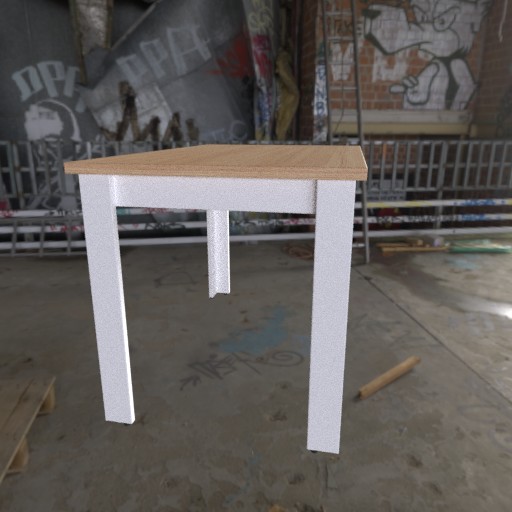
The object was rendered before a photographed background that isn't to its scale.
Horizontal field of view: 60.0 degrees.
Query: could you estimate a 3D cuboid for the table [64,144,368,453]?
[{"bbox_3d":[0.000,0.000,1.599,0.700,0.734,1.100,3,17,11],"label":"table"}]
